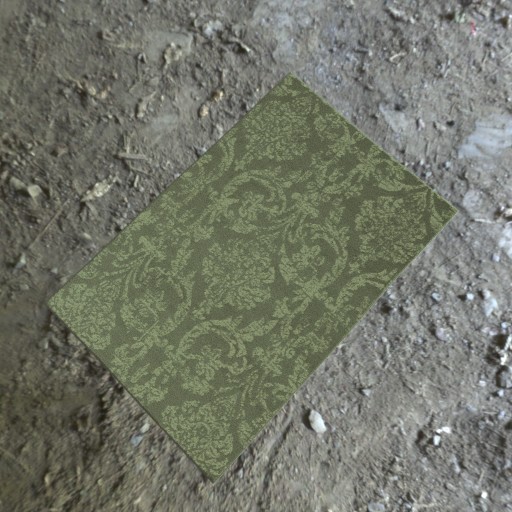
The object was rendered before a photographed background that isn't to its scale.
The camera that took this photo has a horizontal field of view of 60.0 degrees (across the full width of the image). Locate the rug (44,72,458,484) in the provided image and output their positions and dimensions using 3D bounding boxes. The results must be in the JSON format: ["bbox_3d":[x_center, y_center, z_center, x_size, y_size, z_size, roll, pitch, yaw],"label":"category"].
[{"bbox_3d":[0.000,0.000,2.276,1.206,0.012,1.824,43,80,9],"label":"rug"}]
